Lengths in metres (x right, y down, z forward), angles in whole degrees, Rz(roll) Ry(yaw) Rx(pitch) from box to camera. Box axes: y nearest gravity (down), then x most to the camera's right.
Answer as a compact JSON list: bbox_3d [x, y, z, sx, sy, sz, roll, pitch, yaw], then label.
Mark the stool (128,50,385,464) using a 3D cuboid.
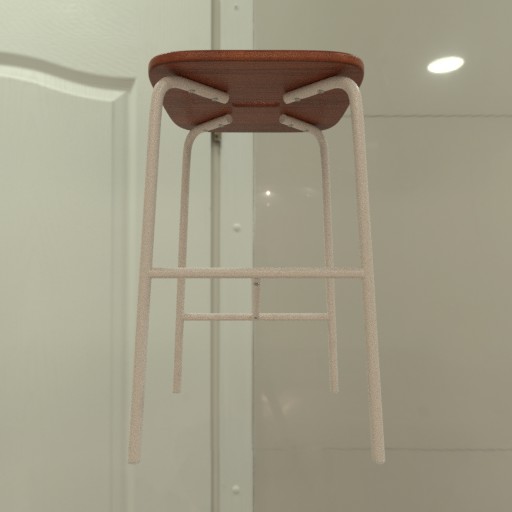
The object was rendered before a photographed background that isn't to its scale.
[{"bbox_3d":[0.000,0.000,0.834,0.376,0.610,0.376,0,-1,0],"label":"stool"}]
